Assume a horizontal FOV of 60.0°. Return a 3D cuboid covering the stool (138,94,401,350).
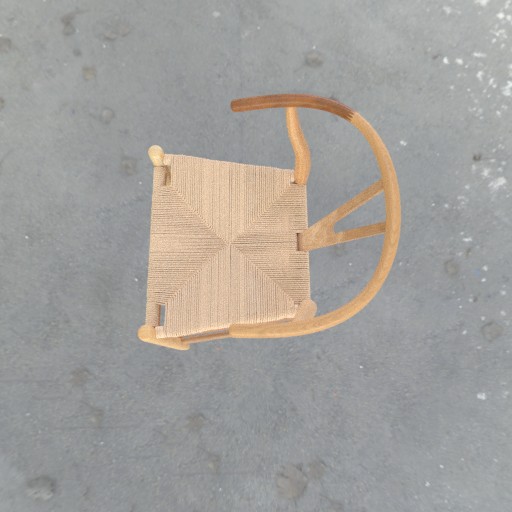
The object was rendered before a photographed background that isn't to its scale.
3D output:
[{"bbox_3d":[0.000,0.000,1.320,0.575,0.923,0.536,0,76,0],"label":"stool"}]
